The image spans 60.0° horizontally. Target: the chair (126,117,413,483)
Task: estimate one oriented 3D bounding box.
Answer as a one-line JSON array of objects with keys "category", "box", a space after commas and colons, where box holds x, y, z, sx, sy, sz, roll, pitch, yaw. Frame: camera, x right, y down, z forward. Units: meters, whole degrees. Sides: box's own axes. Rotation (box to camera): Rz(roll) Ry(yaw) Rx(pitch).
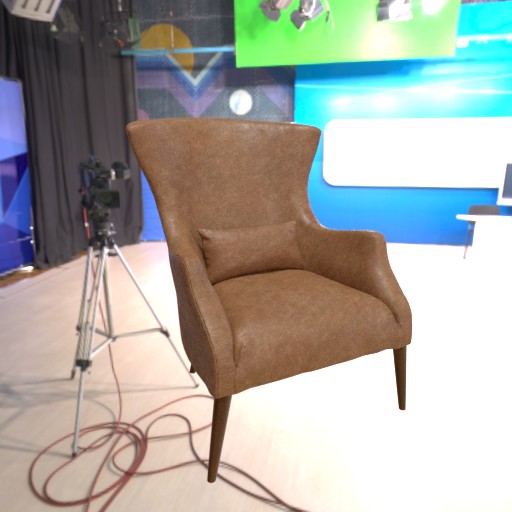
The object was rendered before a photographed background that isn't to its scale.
[{"category": "chair", "box": [0.000, 0.000, 1.724, 0.846, 1.067, 0.955, -7, 16, -27]}]
